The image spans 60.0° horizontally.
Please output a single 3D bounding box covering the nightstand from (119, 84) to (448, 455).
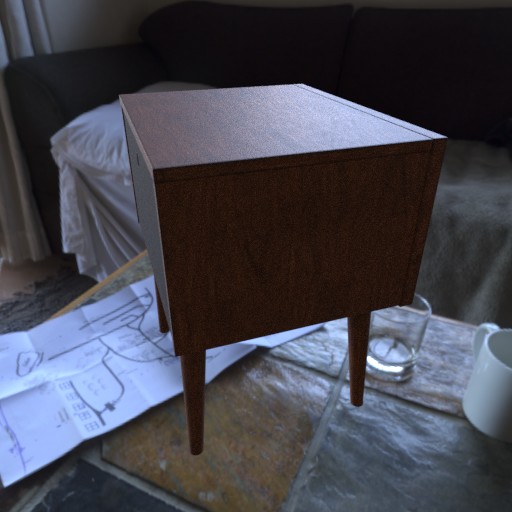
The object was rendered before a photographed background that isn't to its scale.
[{"bbox_3d":[0.000,0.000,0.959,0.445,0.607,0.521,-10,31,-17],"label":"nightstand"}]
